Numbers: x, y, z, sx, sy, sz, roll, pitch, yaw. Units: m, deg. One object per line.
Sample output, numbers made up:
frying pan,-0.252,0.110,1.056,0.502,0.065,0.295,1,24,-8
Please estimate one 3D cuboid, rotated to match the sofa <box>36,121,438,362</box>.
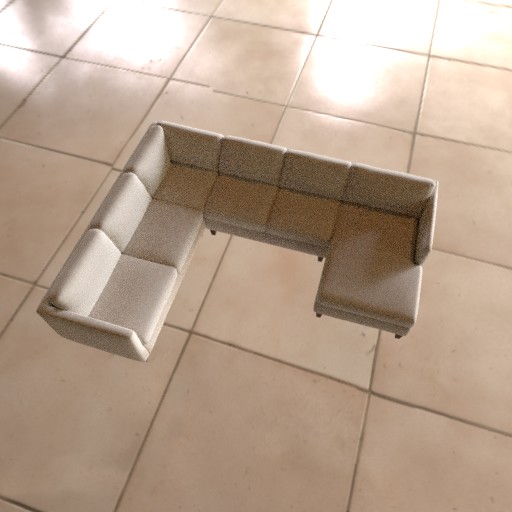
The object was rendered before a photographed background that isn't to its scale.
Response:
sofa,0.000,0.000,4.414,3.238,0.853,2.551,14,59,9
